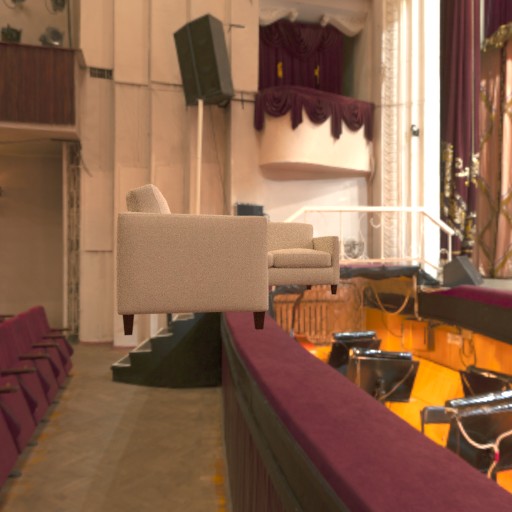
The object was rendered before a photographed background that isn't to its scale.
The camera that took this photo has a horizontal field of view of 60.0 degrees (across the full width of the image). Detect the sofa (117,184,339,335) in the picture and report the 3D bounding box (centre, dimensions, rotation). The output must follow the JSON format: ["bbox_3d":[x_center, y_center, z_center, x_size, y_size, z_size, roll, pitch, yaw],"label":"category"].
[{"bbox_3d":[0.000,0.000,4.456,2.593,0.947,3.302,0,0,-15],"label":"sofa"}]
